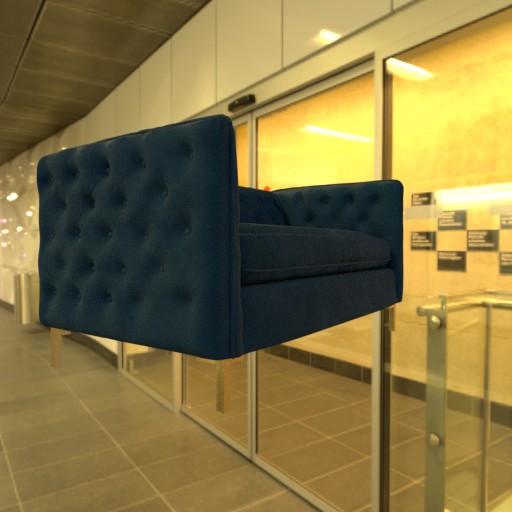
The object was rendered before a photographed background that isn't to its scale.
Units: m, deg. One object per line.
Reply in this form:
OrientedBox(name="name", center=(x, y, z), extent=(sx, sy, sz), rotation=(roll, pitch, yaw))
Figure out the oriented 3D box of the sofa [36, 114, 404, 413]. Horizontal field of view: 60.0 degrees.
OrientedBox(name="sofa", center=(0.000, 0.000, 2.013), extent=(0.909, 0.810, 1.583), rotation=(1, 2, 35))
